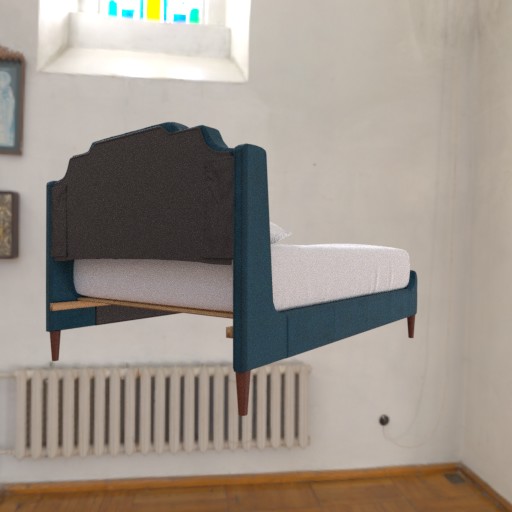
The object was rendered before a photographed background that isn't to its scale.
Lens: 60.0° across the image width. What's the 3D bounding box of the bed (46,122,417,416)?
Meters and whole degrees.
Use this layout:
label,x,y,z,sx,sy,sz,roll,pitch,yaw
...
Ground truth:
label,x,y,z,sx,sy,sz,roll,pitch,yaw
bed,0.000,0.000,3.278,1.676,1.351,2.322,0,1,38
